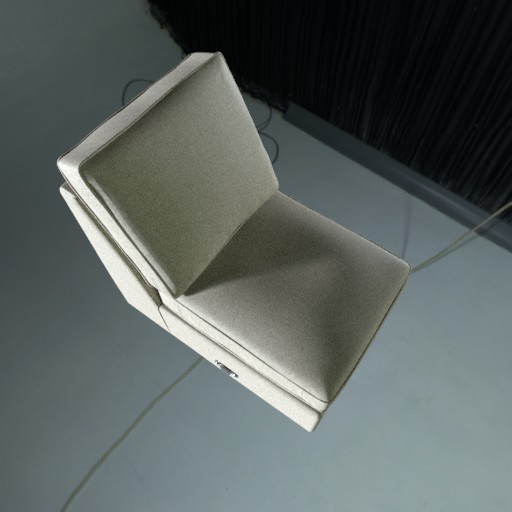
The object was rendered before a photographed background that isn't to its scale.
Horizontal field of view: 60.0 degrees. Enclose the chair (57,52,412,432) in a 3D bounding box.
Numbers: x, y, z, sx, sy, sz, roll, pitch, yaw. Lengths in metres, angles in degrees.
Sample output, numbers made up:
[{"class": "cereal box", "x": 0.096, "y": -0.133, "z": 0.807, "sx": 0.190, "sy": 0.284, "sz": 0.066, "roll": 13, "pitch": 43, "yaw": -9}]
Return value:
[{"class": "chair", "x": 0.000, "y": 0.000, "z": 1.640, "sx": 1.020, "sy": 1.058, "sz": 0.674, "roll": 31, "pitch": 64, "yaw": 17}]
